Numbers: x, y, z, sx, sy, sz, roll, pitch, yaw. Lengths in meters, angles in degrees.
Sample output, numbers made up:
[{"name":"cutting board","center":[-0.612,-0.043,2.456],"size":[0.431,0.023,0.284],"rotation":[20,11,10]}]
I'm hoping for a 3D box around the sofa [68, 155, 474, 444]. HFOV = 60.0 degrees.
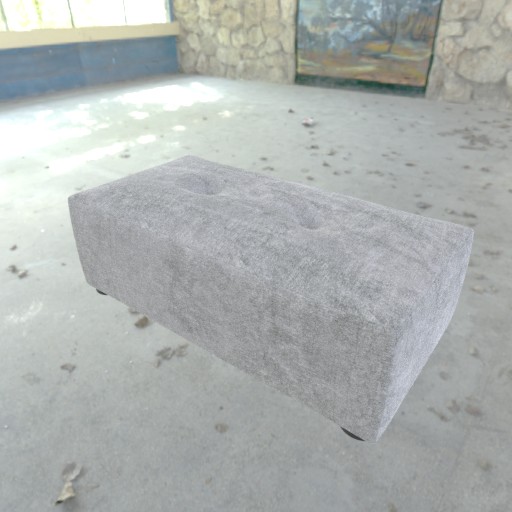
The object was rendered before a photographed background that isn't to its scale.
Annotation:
[{"name":"sofa","center":[0.000,0.000,1.153],"size":[0.930,0.330,0.480],"rotation":[21,36,32]}]
